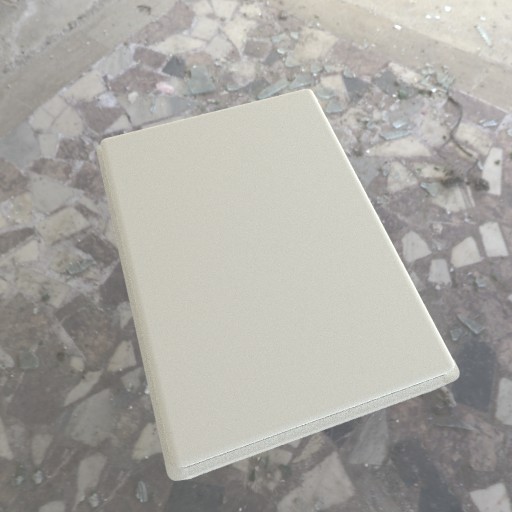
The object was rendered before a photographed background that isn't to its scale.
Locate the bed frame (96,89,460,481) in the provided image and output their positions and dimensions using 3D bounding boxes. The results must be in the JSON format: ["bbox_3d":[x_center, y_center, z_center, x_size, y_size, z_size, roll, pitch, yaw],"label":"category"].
[{"bbox_3d":[0.000,0.000,2.458,1.400,0.406,1.900,-17,65,-8],"label":"bed frame"}]
